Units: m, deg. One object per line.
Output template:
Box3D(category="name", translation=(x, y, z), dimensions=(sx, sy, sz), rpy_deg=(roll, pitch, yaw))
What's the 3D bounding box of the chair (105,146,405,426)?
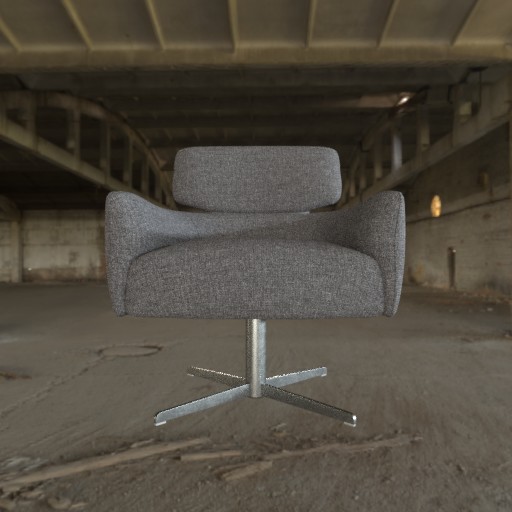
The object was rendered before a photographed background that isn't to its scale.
Box3D(category="chair", translation=(0.000, 0.000, 1.320), dimensions=(0.706, 0.812, 0.715), rpy_deg=(0, -1, 1))
